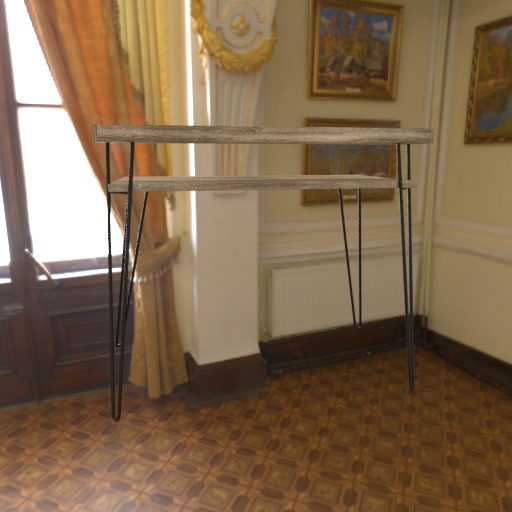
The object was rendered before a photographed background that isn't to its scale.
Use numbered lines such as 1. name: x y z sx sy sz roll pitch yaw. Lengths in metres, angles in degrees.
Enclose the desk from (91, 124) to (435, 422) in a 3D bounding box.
1. desk: 0.000 0.000 1.662 1.135 0.899 0.605 -2 13 -10
